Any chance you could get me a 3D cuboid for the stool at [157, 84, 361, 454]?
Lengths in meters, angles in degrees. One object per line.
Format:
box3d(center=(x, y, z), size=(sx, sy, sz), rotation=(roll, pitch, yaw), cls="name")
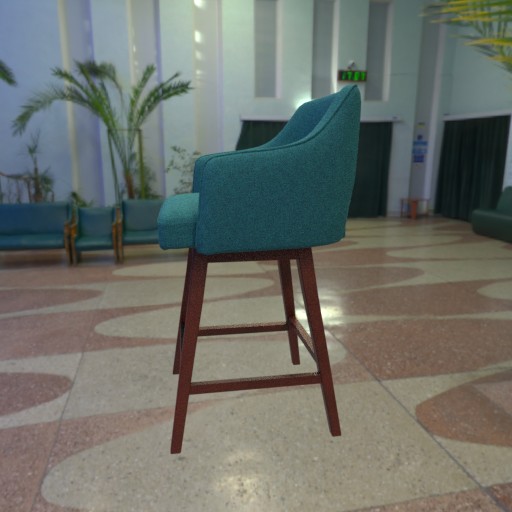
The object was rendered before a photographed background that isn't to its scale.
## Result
box3d(center=(0.000, 0.000, 1.347), size=(0.556, 0.961, 0.548), rotation=(-2, 13, -9), cls="stool")
